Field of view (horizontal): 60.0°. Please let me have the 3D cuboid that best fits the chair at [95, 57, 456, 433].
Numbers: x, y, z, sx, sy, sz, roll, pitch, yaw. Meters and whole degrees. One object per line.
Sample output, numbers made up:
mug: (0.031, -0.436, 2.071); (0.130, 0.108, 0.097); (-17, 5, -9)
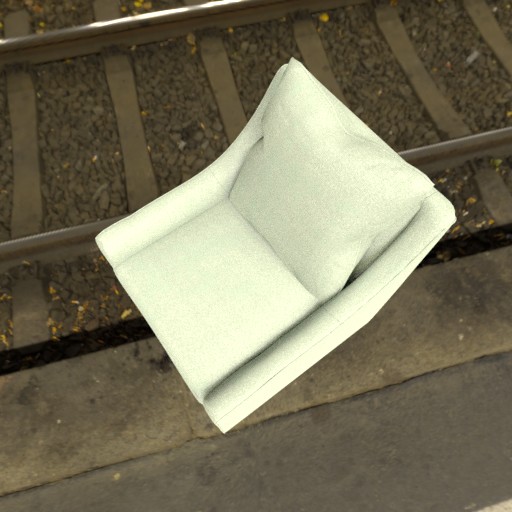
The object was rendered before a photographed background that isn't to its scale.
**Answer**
chair: (0.000, 0.000, 1.554); (0.870, 0.926, 0.760); (-34, 69, -15)
